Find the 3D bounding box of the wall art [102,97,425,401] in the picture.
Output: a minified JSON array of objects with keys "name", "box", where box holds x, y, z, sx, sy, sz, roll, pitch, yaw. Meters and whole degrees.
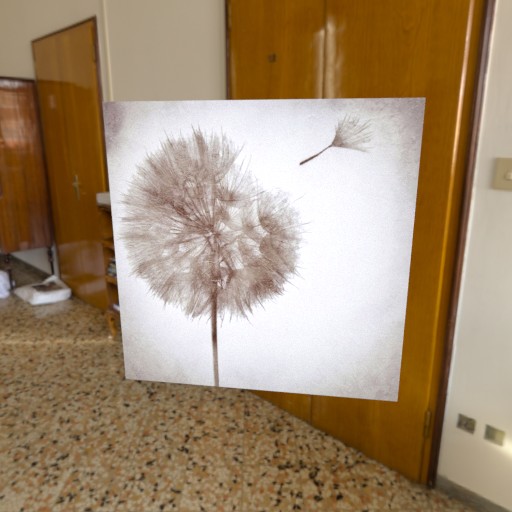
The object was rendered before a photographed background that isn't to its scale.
[{"name":"wall art","box":[0.000,0.000,1.146,0.762,0.762,0.027,2,15,8]}]
